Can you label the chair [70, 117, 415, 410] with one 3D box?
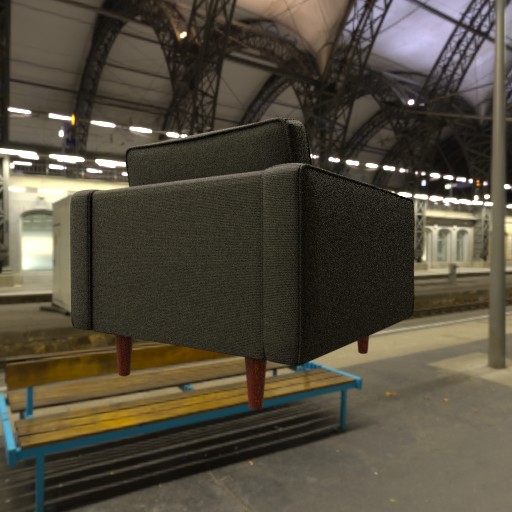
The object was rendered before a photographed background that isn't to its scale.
[{"bbox_3d":[0.000,0.000,1.590,0.899,0.770,0.919,1,1,35],"label":"chair"}]
